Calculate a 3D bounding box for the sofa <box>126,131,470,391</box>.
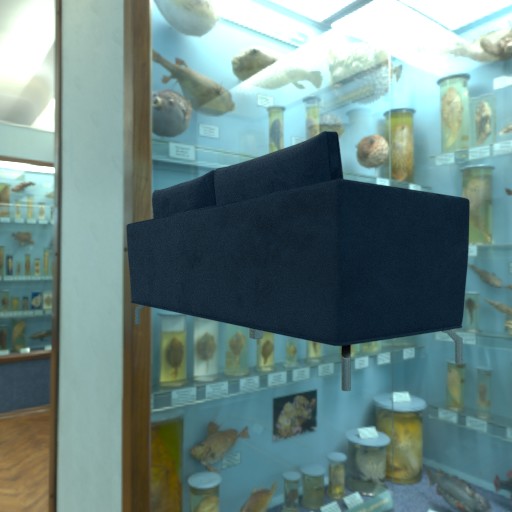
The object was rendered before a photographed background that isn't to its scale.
[{"bbox_3d":[0.000,0.000,2.665,0.853,0.998,2.212,1,-1,-35],"label":"sofa"}]
